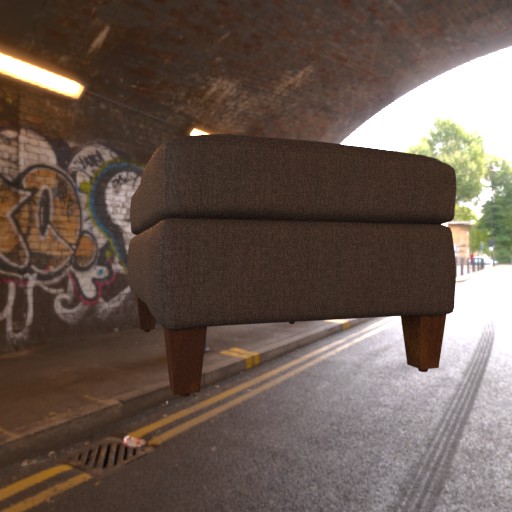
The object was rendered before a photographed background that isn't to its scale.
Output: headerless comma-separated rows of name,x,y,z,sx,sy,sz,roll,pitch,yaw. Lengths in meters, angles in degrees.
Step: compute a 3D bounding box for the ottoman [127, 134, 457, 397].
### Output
ottoman,0.000,0.000,1.202,0.639,0.496,0.826,0,0,-19
